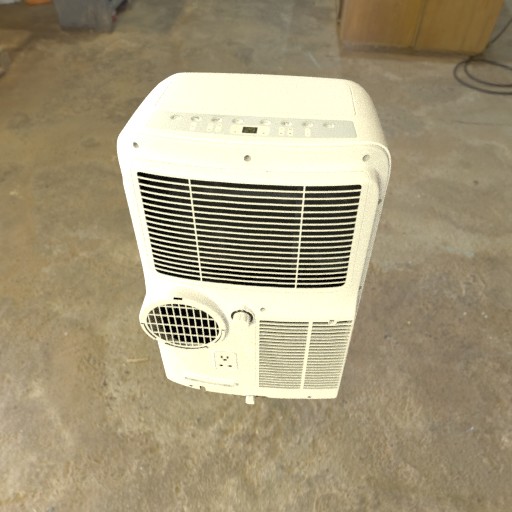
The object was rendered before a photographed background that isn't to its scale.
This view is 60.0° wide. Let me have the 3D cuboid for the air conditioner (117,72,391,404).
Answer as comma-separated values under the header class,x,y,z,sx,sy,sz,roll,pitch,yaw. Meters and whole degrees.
class,x,y,z,sx,sy,sz,roll,pitch,yaw
air conditioner,0.000,0.000,0.944,0.454,0.700,0.365,4,47,4
